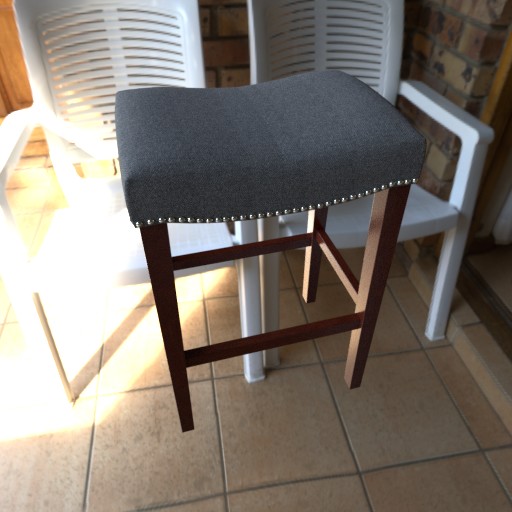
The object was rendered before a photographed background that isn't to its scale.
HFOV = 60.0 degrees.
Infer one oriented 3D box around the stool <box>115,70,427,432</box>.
[{"bbox_3d":[0.000,0.000,1.034,0.504,0.742,0.372,-10,42,-12],"label":"stool"}]
